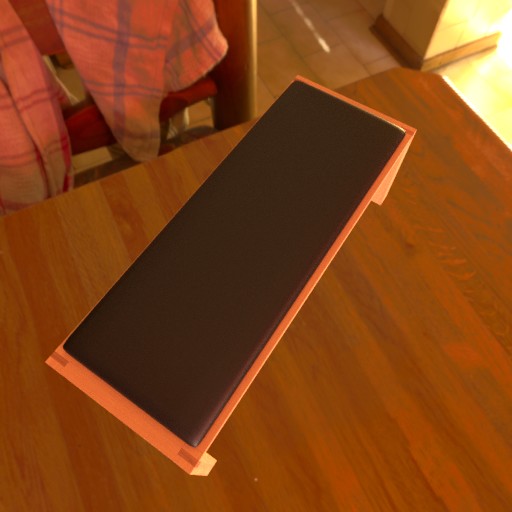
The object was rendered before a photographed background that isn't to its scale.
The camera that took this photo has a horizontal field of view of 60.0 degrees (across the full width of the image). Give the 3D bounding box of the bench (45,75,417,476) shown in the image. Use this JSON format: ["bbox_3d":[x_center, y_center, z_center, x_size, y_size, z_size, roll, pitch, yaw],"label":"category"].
[{"bbox_3d":[0.000,0.000,1.410,0.450,0.430,1.202,31,67,14],"label":"bench"}]
